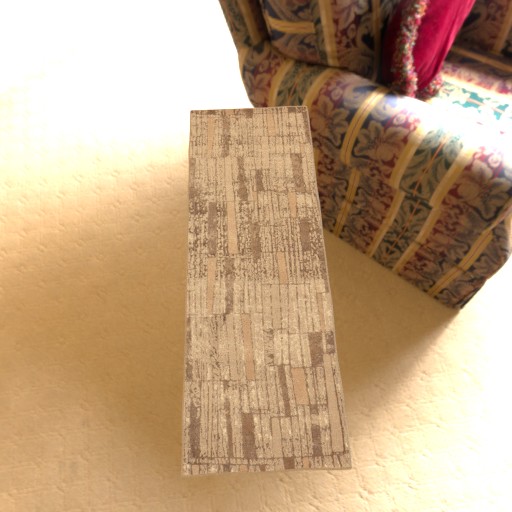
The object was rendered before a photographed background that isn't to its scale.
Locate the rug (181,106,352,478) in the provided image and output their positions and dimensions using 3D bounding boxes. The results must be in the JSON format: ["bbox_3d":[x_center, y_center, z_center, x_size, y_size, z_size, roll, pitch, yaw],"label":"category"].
[{"bbox_3d":[0.000,0.000,2.701,0.857,0.018,2.383,-2,65,-1],"label":"rug"}]
